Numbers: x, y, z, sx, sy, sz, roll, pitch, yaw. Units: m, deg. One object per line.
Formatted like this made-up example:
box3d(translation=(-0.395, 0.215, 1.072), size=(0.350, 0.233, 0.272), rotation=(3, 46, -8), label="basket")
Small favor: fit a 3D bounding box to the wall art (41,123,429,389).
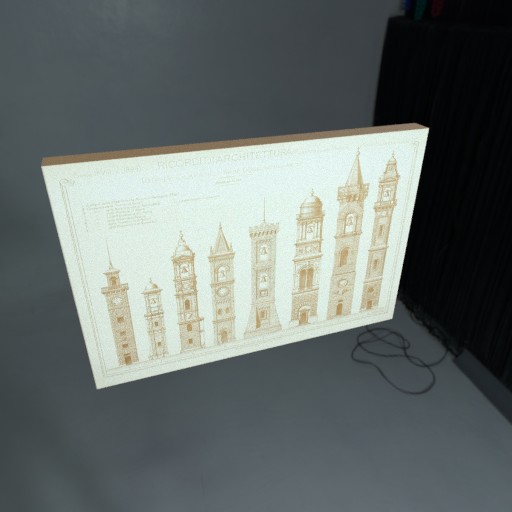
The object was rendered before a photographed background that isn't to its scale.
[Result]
box3d(translation=(0.000, 0.000, 0.785), size=(0.609, 0.407, 0.039), rotation=(-10, 31, -17), label="wall art")
